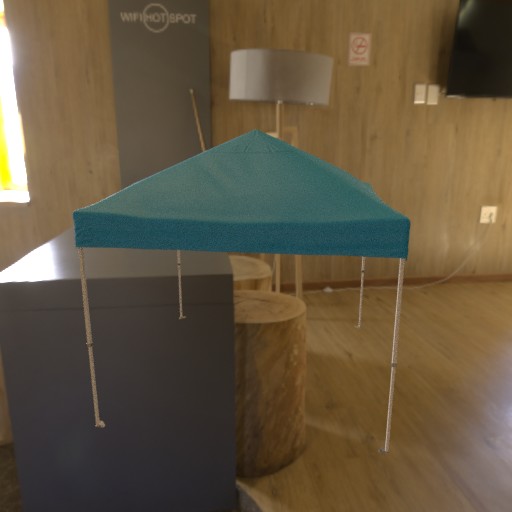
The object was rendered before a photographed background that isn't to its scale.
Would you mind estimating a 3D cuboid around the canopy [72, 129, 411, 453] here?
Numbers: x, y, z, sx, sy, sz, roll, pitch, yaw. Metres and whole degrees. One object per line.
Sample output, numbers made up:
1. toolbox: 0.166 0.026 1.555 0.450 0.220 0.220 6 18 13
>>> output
1. canopy: 0.000 0.000 5.444 2.996 2.997 2.998 2 15 8
